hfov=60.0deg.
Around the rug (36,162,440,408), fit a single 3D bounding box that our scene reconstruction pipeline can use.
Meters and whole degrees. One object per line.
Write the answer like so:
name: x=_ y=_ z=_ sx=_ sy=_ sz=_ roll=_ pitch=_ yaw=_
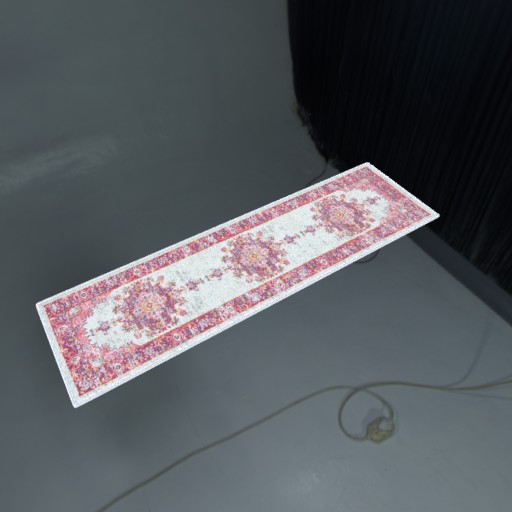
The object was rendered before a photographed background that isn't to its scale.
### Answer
rug: x=0.000 y=0.000 z=2.526 sx=2.294 sy=0.011 sz=0.666 roll=-25 pitch=52 yaw=-21
